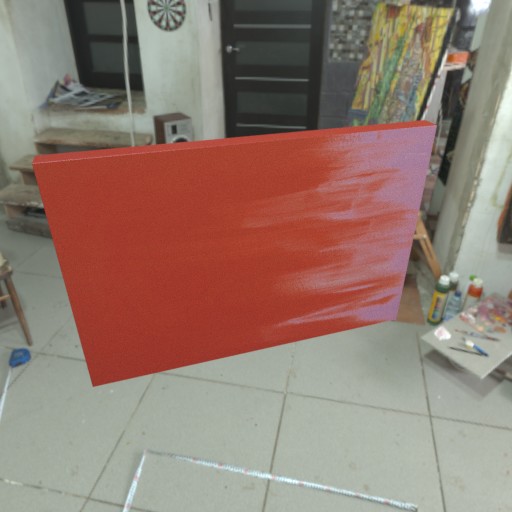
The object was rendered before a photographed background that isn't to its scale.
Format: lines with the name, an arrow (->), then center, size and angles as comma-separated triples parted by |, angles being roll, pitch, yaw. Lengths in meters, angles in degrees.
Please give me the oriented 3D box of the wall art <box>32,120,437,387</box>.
wall art -> 0.000, 0.000, 0.759 | 0.607, 0.405, 0.033 | -9, 33, -15
